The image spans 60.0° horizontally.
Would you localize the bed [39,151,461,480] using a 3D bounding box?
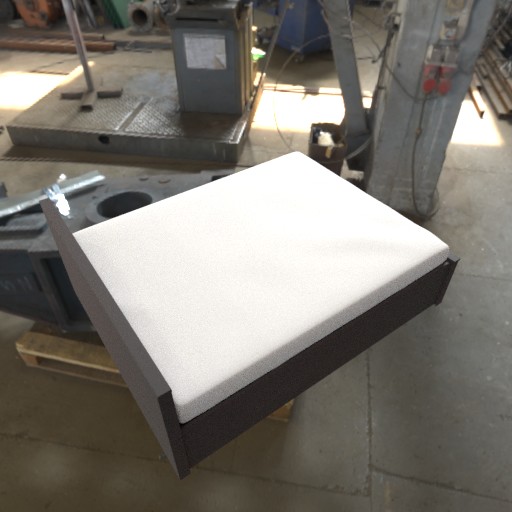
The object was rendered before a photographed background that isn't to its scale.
[{"bbox_3d":[0.000,0.000,2.943,2.103,0.808,1.634,-25,48,-26],"label":"bed"}]
